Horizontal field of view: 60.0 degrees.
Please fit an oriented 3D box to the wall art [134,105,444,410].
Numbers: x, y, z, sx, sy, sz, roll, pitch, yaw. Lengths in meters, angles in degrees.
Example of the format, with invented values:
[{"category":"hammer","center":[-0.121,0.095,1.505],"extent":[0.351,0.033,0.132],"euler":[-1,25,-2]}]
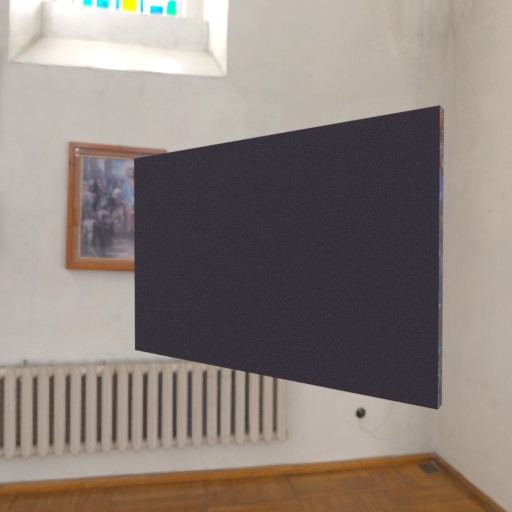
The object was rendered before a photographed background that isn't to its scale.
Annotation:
[{"category":"wall art","center":[0.000,0.000,1.153],"extent":[0.908,0.604,0.037],"euler":[1,1,35]}]
